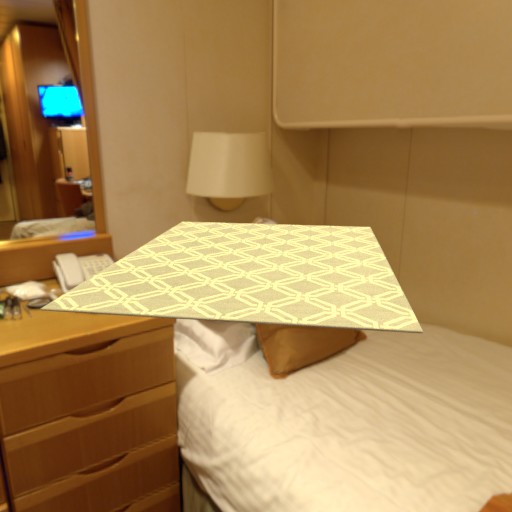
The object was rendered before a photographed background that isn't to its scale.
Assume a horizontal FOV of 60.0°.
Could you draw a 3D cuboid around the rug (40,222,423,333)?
[{"bbox_3d":[0.000,0.000,3.970,2.288,0.018,2.895,2,15,8],"label":"rug"}]
